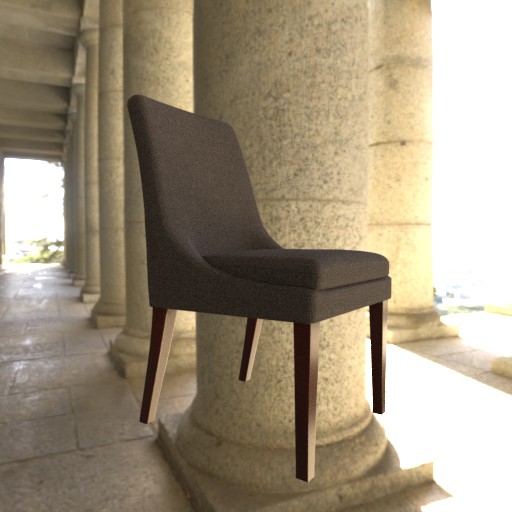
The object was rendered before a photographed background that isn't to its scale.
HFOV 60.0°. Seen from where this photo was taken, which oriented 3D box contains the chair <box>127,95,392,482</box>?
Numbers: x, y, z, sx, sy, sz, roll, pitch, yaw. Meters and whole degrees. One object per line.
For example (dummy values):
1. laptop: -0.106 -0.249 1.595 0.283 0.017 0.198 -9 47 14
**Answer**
1. chair: 0.000 0.000 1.317 0.655 0.952 0.508 2 3 36
